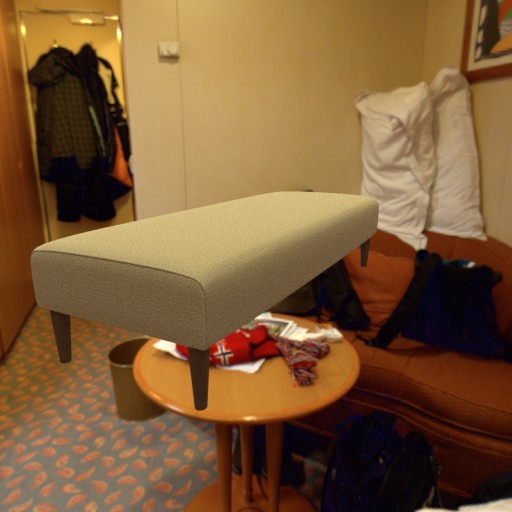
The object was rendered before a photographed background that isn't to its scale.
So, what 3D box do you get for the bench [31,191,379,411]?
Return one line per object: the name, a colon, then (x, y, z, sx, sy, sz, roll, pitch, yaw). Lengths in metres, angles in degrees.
bench: (0.000, 0.000, 1.842, 0.646, 0.393, 1.609, 8, 16, 28)
